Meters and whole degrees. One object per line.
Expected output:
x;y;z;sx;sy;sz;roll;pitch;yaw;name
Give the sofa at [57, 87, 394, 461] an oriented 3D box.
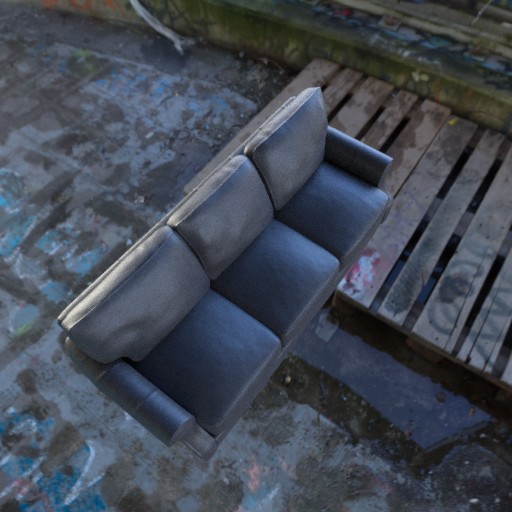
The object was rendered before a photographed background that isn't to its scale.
0.000;0.000;2.852;0.974;0.977;2.387;32;64;18;sofa
